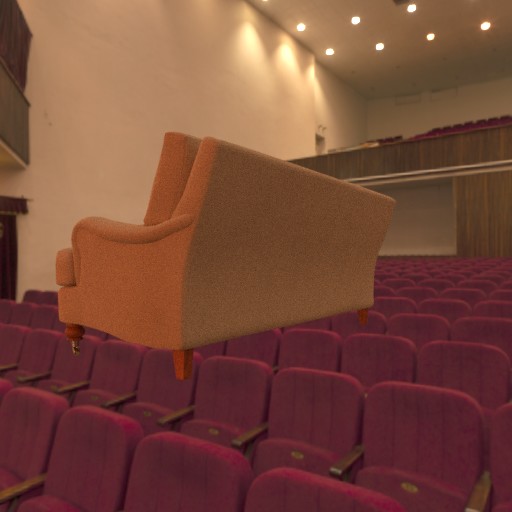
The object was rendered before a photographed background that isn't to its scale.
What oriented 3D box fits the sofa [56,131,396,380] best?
[{"bbox_3d":[0.000,0.000,2.716,1.091,0.997,2.070,0,-1,36],"label":"sofa"}]
